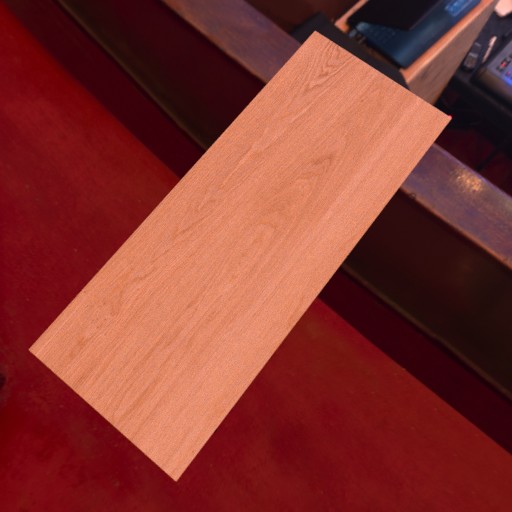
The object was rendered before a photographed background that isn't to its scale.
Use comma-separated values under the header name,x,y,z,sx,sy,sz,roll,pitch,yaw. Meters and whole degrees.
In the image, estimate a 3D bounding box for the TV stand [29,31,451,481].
name,x,y,z,sx,sy,sz,roll,pitch,yaw
TV stand,0.000,0.000,1.324,0.440,0.550,1.080,37,78,9
